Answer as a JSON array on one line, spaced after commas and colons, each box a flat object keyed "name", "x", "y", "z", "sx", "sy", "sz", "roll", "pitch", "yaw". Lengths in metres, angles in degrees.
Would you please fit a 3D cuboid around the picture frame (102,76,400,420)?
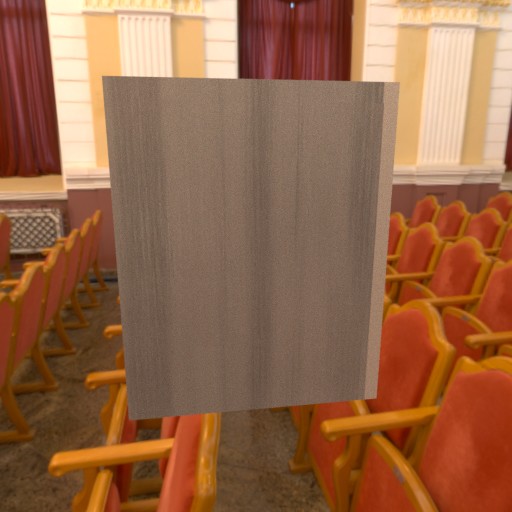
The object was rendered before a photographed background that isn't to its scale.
[{"name": "picture frame", "x": 0.000, "y": 0.000, "z": 0.751, "sx": 0.449, "sy": 0.555, "sz": 0.046, "roll": -2, "pitch": 14, "yaw": -8}]
